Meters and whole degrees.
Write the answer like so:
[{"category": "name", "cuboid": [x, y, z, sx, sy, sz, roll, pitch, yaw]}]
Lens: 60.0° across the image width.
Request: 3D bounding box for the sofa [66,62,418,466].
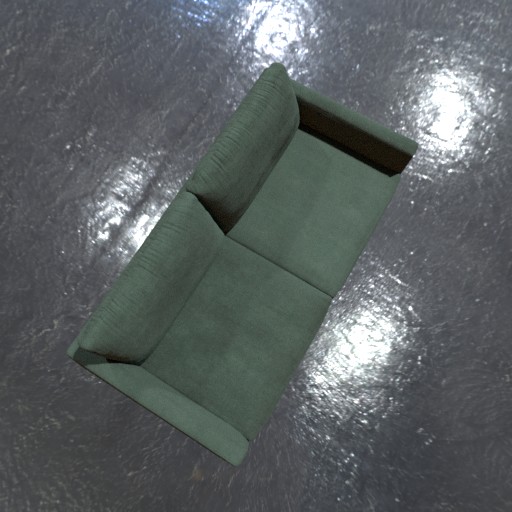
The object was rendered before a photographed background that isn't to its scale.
[{"category": "sofa", "cuboid": [0.000, 0.000, 2.169, 0.875, 0.817, 1.676, 30, 77, 8]}]
